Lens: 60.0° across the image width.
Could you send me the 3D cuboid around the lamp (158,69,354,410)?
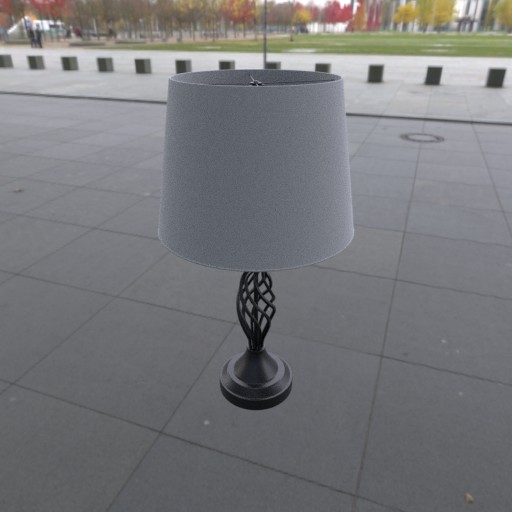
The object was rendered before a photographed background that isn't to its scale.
[{"bbox_3d":[0.000,0.000,0.787,0.331,0.594,0.331,0,27,0],"label":"lamp"}]
